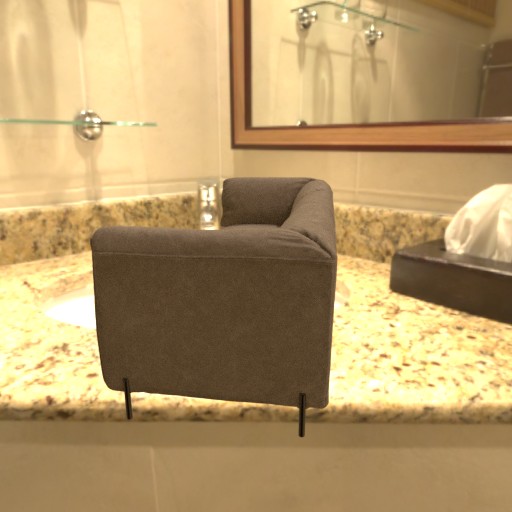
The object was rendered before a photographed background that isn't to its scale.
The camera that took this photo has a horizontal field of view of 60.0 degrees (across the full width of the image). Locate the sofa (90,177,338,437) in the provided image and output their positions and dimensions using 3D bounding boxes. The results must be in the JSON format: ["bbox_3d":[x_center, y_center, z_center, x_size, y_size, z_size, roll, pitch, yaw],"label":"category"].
[{"bbox_3d":[0.000,0.000,2.624,0.899,0.758,2.238,2,15,8],"label":"sofa"}]
